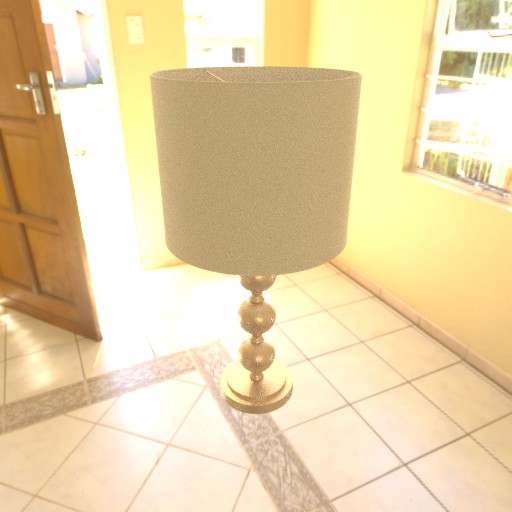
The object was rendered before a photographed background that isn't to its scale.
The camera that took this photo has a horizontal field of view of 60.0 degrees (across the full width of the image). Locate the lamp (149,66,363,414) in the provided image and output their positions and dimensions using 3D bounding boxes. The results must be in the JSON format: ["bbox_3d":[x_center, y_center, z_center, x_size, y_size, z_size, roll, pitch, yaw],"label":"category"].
[{"bbox_3d":[0.000,0.000,0.702,0.277,0.538,0.277,-18,31,-32],"label":"lamp"}]
